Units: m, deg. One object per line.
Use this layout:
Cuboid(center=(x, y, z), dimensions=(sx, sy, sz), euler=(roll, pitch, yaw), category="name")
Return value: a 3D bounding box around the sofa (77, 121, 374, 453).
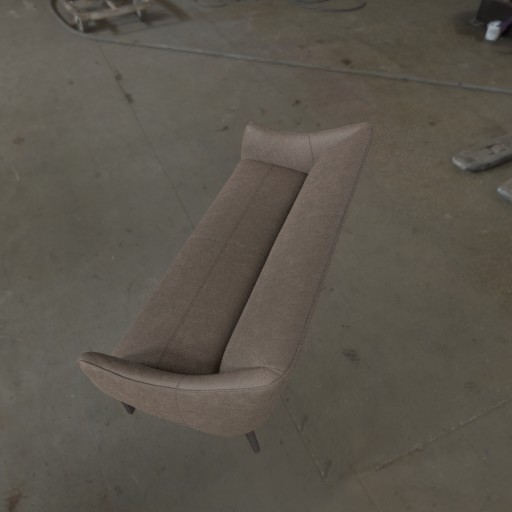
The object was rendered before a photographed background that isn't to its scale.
Cuboid(center=(0.000, 0.000, 2.403), dimensions=(0.869, 0.831, 1.928), euler=(15, 49, 14), category="sofa")
